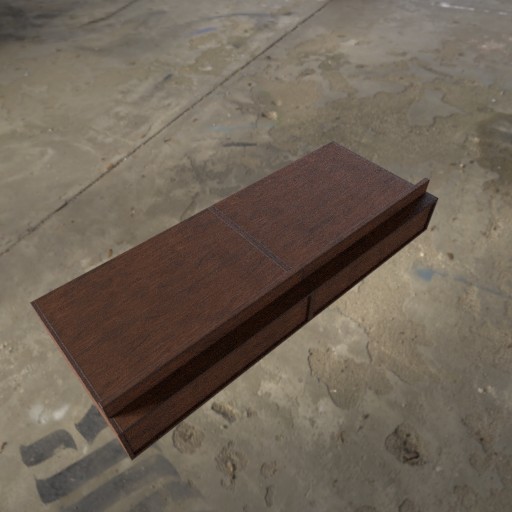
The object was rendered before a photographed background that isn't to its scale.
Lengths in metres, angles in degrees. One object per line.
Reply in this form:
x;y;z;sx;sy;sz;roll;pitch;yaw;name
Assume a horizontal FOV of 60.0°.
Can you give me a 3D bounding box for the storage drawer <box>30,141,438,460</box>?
0.000;0.000;2.191;1.914;0.339;0.774;-32;54;-27;storage drawer
